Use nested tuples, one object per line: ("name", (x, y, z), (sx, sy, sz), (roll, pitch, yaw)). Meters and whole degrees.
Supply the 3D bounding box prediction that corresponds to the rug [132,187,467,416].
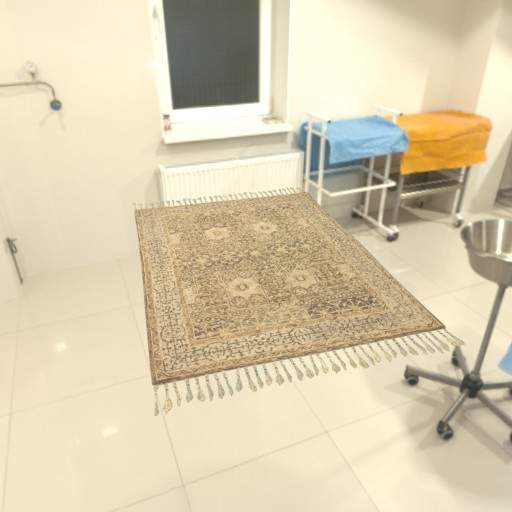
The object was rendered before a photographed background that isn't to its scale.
("rug", (0.000, 0.000, 3.134), (1.619, 0.023, 2.465), (-8, 31, -14))
